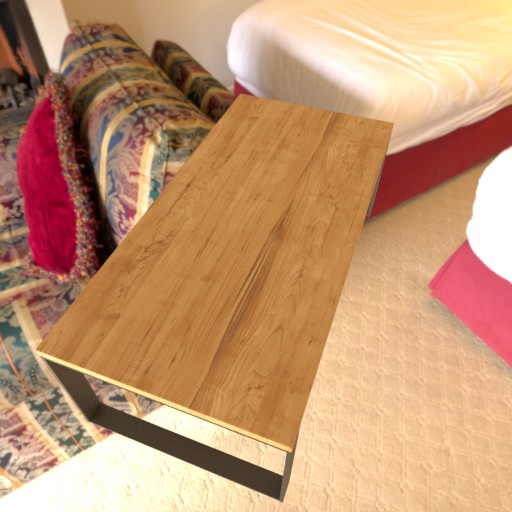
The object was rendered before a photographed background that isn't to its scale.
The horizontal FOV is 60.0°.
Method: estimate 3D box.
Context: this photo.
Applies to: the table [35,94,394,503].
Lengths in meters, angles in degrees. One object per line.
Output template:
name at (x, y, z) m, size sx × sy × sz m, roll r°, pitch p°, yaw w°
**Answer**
table at (0.000, 0.000, 1.404) m, size 0.590 × 0.400 × 1.180 m, roll 16°, pitch 50°, yaw 14°
